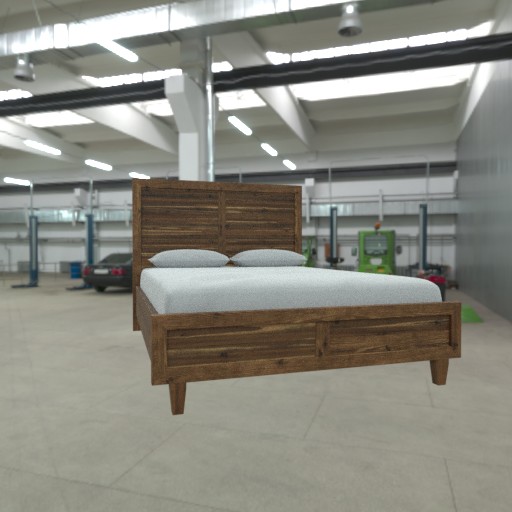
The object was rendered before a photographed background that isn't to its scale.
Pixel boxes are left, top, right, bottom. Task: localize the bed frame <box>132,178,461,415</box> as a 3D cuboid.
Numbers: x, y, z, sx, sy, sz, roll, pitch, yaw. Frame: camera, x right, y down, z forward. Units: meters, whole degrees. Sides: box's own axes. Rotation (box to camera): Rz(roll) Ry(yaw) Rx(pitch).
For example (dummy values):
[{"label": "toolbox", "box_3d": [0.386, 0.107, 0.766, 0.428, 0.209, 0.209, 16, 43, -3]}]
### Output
[{"label": "bed frame", "box_3d": [0.000, 0.000, 3.308, 1.696, 1.417, 2.276, 0, 1, -18]}]
